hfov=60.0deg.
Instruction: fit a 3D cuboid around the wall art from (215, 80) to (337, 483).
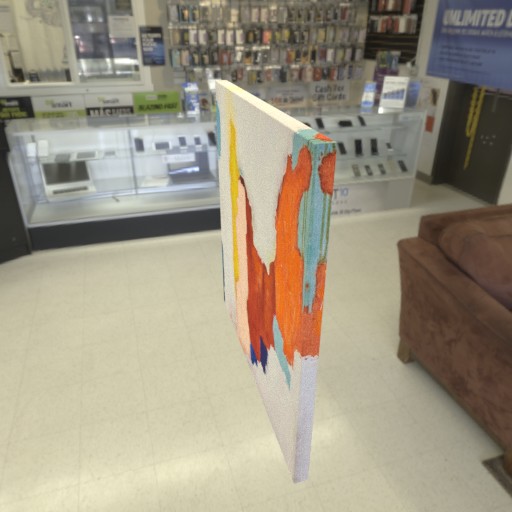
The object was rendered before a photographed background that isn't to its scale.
[{"bbox_3d":[0.000,0.000,1.218,0.037,0.814,0.814,-7,29,-14],"label":"wall art"}]
